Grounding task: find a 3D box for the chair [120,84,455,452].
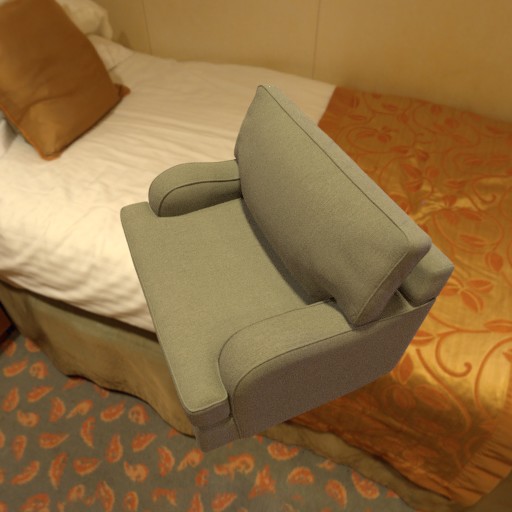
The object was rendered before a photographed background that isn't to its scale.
[{"bbox_3d":[0.000,0.000,2.011,1.041,1.016,1.220,-17,49,-16],"label":"chair"}]
